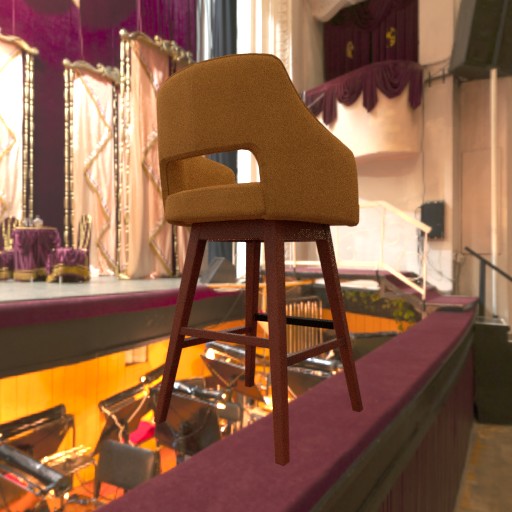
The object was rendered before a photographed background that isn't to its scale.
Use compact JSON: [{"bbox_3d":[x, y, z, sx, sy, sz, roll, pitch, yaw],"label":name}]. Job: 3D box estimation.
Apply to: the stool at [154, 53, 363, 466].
[{"bbox_3d":[0.000,0.000,1.372,0.548,1.012,0.558,0,0,37],"label":"stool"}]
